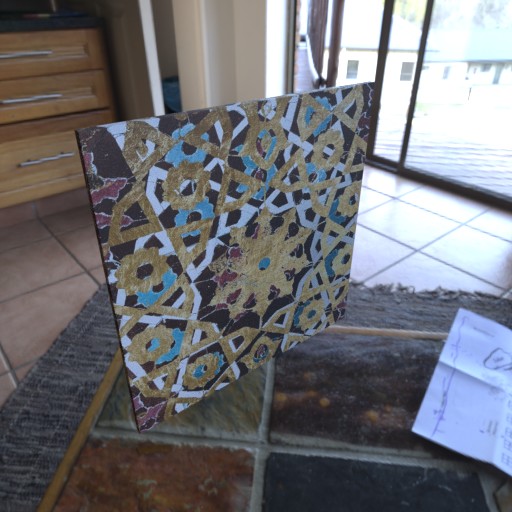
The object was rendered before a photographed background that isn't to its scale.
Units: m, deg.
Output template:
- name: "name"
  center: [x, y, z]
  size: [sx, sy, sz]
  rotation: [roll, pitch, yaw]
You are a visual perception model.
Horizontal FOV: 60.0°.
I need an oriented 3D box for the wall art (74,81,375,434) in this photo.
- name: "wall art"
  center: [0.000, 0.000, 0.602]
  size: [0.404, 0.406, 0.010]
  rotation: [-22, 37, -32]
